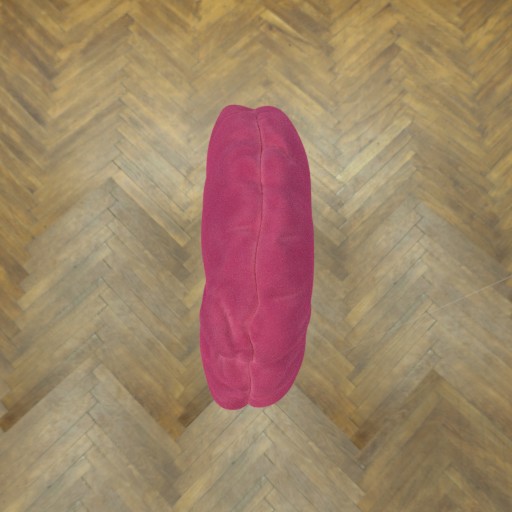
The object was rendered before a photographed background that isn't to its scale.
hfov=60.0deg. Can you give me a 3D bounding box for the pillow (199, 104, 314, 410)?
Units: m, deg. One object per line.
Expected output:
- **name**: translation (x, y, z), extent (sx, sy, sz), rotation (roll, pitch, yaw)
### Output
- **pillow**: translation (0.000, 0.000, 0.647), extent (0.148, 0.407, 0.428), rotation (2, 73, 1)
